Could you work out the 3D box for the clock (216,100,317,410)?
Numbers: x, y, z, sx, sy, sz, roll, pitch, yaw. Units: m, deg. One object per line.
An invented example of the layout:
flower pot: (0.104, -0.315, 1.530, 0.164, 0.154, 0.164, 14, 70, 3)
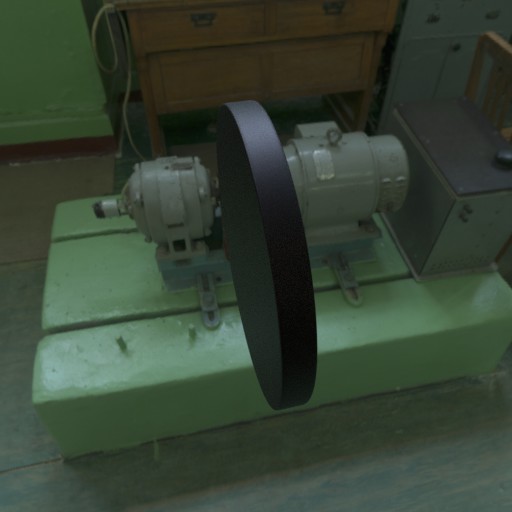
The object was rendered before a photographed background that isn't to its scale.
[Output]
clock: (0.000, 0.000, 0.473, 0.029, 0.314, 0.314, -10, 49, -9)
